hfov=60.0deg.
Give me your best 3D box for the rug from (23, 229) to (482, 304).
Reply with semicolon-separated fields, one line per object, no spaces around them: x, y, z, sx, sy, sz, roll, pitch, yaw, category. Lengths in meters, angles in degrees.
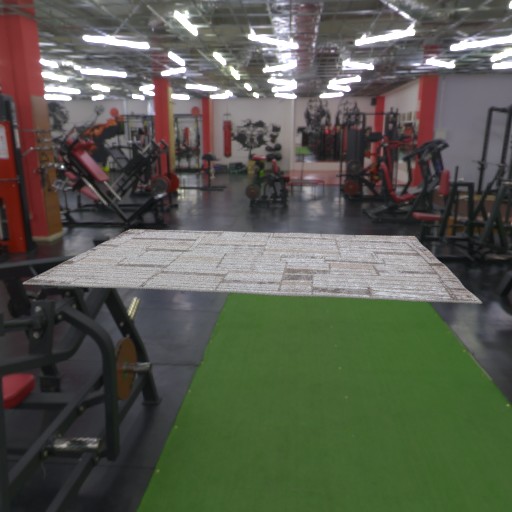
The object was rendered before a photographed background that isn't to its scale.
0.000;0.000;3.057;2.444;0.023;1.531;2;15;7;rug
